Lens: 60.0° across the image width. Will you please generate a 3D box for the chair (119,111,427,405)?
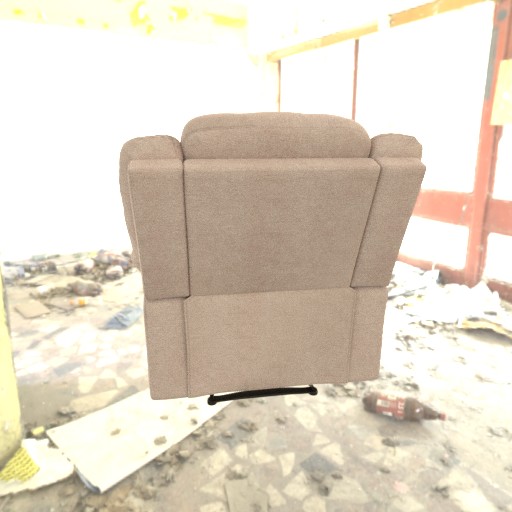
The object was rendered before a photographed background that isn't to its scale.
[{"bbox_3d":[0.000,0.000,1.678,0.899,1.008,0.944,-3,15,-9],"label":"chair"}]
